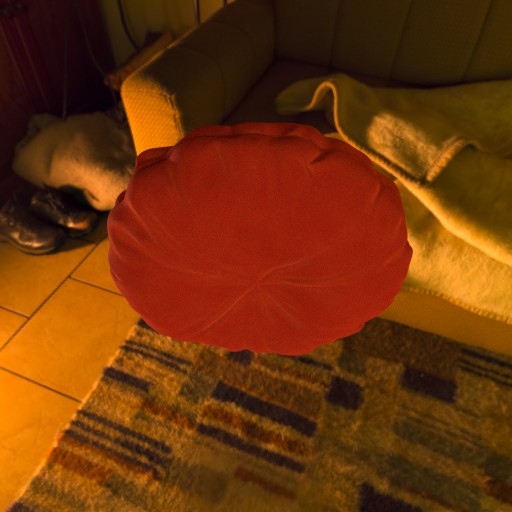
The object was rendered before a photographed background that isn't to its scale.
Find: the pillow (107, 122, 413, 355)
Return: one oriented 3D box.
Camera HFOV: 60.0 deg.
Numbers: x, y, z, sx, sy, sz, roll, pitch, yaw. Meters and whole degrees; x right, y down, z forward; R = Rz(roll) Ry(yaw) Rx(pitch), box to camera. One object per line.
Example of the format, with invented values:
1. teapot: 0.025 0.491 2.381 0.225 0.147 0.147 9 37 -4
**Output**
1. pillow: 0.000 0.000 0.634 0.428 0.407 0.148 1 46 1
